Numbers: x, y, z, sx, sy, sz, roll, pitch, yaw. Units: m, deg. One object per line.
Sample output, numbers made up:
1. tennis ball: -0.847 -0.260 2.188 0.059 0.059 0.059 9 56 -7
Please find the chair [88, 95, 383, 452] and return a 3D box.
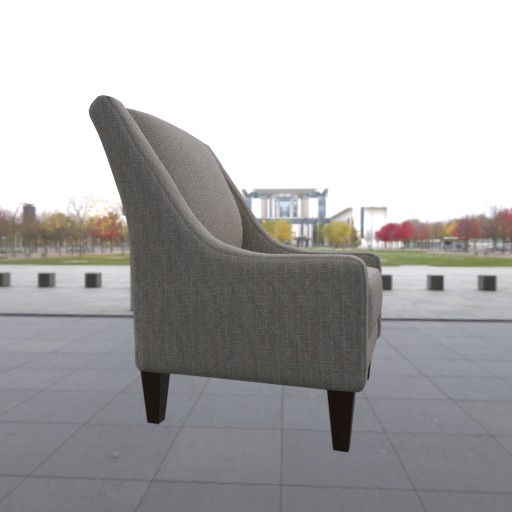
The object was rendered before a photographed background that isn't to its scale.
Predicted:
1. chair: 0.000 0.000 1.607 0.870 1.014 0.774 0 2 19
